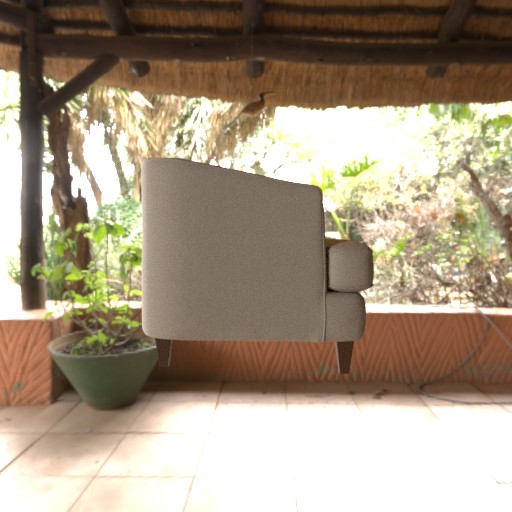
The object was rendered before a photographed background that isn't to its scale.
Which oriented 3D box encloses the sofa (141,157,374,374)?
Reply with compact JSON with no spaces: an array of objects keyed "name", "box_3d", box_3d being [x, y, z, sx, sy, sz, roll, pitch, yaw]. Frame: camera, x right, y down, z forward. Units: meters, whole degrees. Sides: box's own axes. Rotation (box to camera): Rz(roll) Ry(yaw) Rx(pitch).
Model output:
[{"name":"sofa","box_3d":[0.000,0.000,2.744,0.941,0.855,2.278,0,1,1]}]
